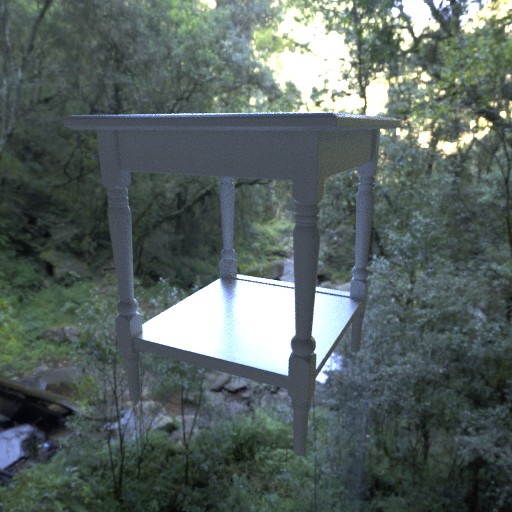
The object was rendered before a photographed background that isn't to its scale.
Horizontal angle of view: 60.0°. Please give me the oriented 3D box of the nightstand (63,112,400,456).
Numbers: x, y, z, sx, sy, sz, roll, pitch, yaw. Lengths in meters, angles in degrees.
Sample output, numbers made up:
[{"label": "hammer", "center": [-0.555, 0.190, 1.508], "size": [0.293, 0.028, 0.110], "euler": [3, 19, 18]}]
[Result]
[{"label": "nightstand", "center": [0.000, 0.000, 0.926], "size": [0.459, 0.555, 0.505], "euler": [8, 18, 25]}]
